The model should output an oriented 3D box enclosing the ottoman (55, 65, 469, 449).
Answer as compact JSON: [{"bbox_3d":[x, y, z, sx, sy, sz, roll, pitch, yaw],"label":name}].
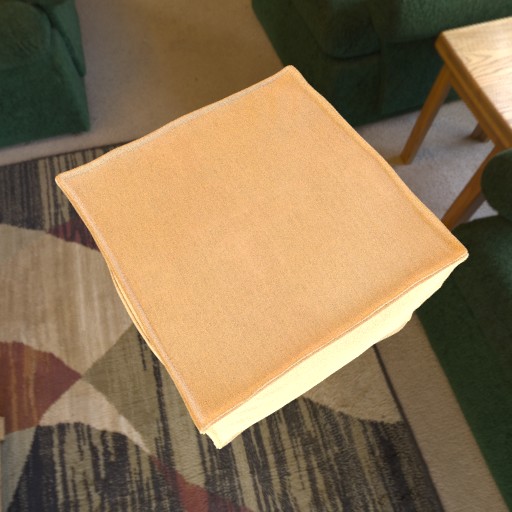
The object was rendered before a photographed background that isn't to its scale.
[{"bbox_3d":[0.000,0.000,1.172,0.696,0.470,0.707,-30,68,-14],"label":"ottoman"}]
